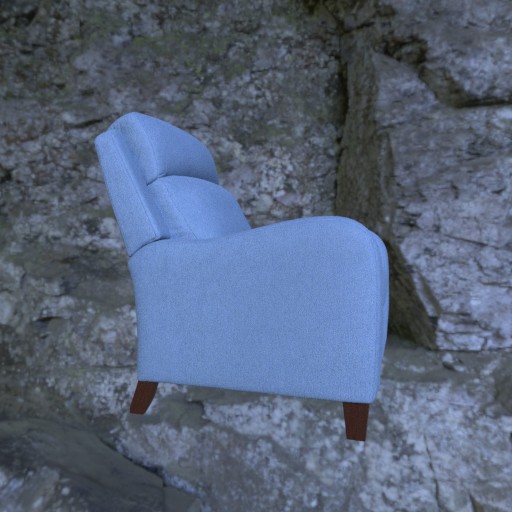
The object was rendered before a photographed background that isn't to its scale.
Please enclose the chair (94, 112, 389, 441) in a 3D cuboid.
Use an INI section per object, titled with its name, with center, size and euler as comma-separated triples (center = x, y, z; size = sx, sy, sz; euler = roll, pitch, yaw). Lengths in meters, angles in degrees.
[chair]
center = 0.000, 0.000, 1.745
size = 0.988, 1.067, 0.785
euler = 0, 1, 18
